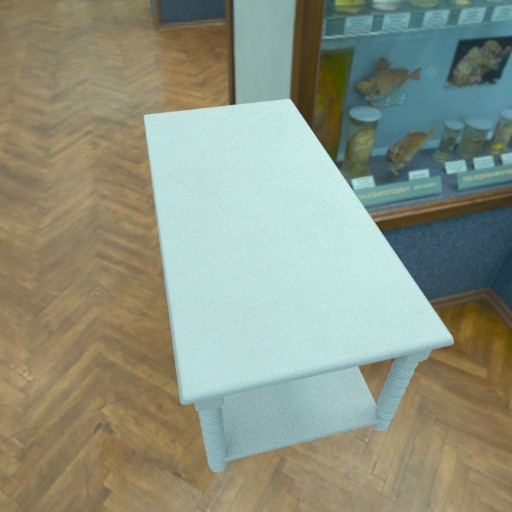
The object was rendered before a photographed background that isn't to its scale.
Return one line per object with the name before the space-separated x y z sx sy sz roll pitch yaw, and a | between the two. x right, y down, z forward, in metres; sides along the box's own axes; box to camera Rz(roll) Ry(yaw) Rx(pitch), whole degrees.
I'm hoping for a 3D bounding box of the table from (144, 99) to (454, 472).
table | 0.000 0.000 1.450 0.580 0.487 1.171 -10 45 -10
